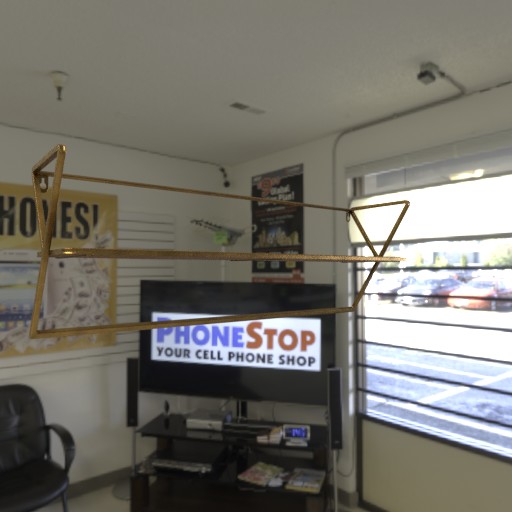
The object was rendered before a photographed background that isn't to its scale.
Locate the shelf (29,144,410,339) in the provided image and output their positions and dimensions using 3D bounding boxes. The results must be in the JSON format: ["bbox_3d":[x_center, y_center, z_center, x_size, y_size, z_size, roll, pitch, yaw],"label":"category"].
[{"bbox_3d":[0.000,0.000,0.728,0.645,0.229,0.150,1,-2,-37],"label":"shelf"}]
